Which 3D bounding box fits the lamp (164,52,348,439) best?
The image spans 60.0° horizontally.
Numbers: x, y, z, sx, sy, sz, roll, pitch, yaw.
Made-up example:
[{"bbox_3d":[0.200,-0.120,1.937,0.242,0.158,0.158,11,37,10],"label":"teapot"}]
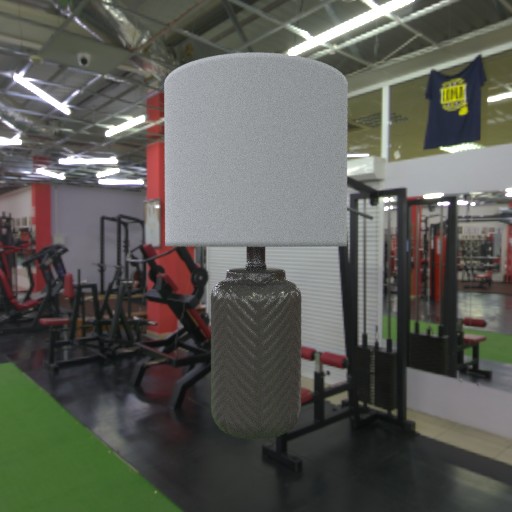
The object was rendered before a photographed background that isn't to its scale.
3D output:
[{"bbox_3d":[0.000,0.000,0.507,0.203,0.389,0.203,-1,2,-39],"label":"lamp"}]
